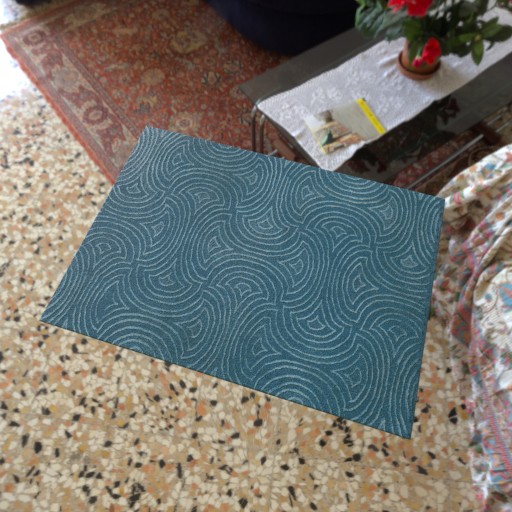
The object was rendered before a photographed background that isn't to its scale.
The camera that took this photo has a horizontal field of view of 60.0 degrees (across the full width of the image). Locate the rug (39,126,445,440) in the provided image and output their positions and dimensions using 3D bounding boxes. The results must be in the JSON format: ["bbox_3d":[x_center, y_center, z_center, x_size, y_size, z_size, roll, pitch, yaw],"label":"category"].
[{"bbox_3d":[0.000,0.000,2.746,2.144,0.015,1.543,16,65,8],"label":"rug"}]
